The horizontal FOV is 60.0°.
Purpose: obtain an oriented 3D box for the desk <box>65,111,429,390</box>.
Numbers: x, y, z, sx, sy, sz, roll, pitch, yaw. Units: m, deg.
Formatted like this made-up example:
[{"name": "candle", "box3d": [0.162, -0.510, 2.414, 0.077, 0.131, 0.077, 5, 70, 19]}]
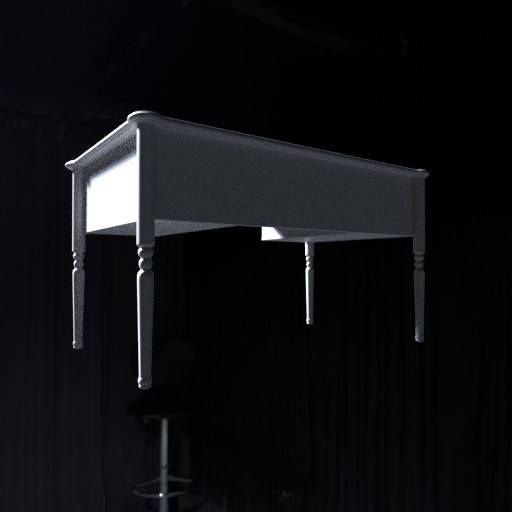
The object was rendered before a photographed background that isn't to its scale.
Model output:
[{"name": "desk", "box3d": [0.000, 0.000, 1.896, 1.380, 0.762, 0.807, 1, -1, -36]}]
